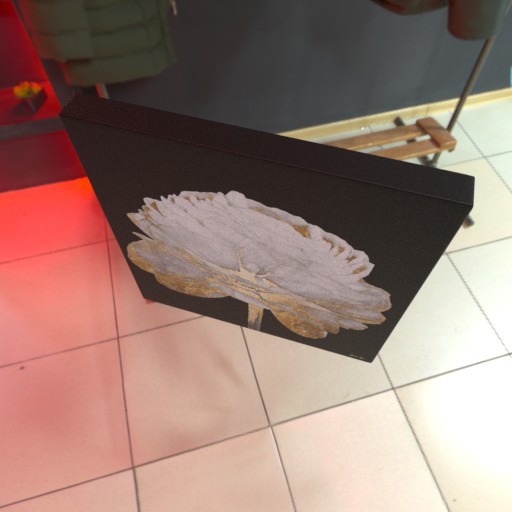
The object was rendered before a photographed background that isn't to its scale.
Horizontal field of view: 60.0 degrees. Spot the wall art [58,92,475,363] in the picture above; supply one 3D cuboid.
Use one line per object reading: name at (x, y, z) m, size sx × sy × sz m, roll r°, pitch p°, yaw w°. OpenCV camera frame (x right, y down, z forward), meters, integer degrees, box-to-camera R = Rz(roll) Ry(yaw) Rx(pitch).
wall art at (0.000, 0.000, 0.594) m, size 0.406 × 0.407 × 0.041 m, roll 14°, pitch 58°, yaw 9°
